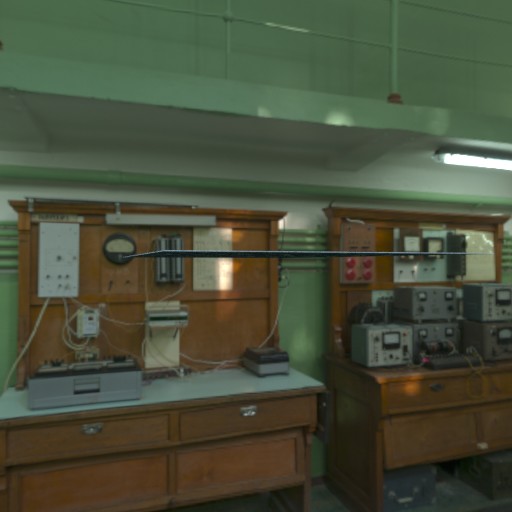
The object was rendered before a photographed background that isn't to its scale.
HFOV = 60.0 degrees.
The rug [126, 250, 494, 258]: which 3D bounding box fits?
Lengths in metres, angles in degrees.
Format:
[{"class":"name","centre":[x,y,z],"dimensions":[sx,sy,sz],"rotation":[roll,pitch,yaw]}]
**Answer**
[{"class":"rug","centre":[0.000,0.000,2.285],"dimensions":[1.206,0.003,1.835],"rotation":[0,-1,-20]}]
